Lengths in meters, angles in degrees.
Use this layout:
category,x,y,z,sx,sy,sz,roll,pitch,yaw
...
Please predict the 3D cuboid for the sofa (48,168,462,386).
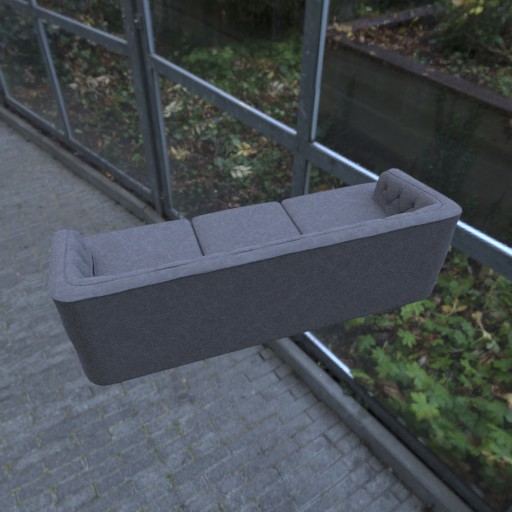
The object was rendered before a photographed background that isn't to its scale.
category,x,y,z,sx,sy,sz,roll,pitch,yaw
sofa,0.000,0.000,2.730,2.247,0.806,0.917,-12,43,-14
